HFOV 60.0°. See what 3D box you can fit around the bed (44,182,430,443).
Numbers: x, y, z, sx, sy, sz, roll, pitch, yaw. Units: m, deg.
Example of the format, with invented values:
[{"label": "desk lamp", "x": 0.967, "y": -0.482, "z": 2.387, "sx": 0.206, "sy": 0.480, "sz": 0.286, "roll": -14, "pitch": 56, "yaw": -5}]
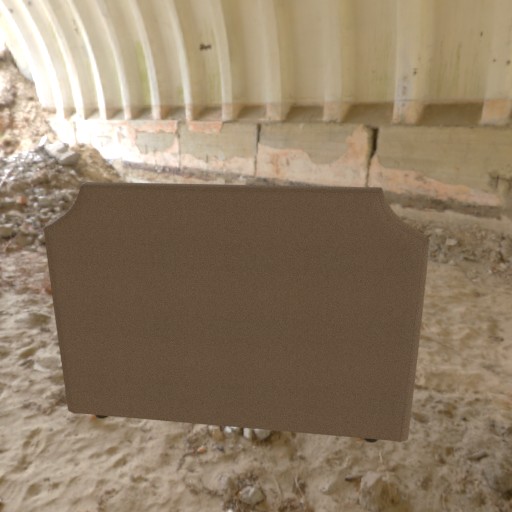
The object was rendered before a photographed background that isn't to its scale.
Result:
[{"label": "bed", "x": 0.000, "y": 0.000, "z": 3.166, "sx": 1.828, "sy": 1.303, "sz": 2.164, "roll": 2, "pitch": 17, "yaw": 7}]
